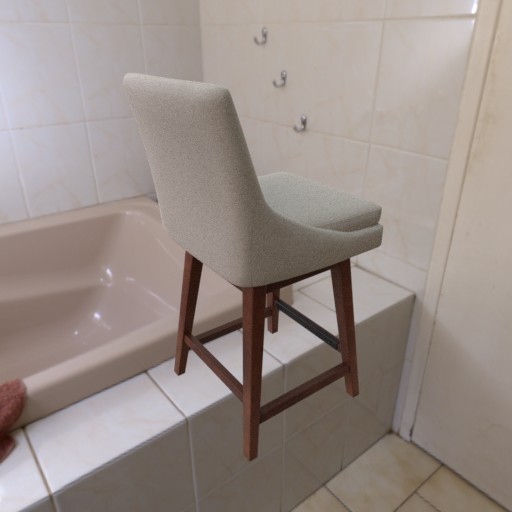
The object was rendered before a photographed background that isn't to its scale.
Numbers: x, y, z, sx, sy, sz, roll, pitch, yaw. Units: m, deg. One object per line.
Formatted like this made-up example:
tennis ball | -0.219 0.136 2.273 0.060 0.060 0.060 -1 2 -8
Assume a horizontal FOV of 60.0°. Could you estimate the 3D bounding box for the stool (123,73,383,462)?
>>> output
stool | 0.000 0.000 1.290 0.559 0.991 0.469 -18 31 -32
